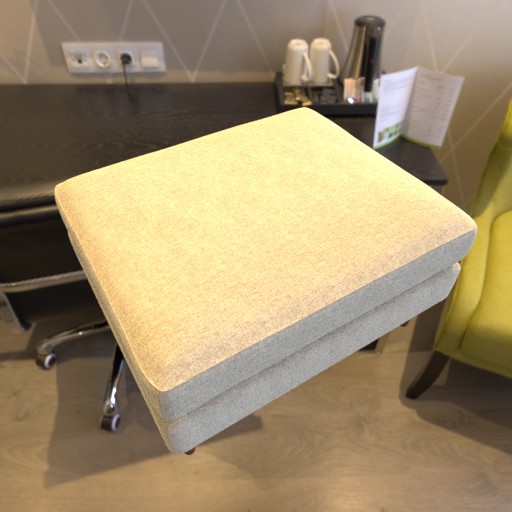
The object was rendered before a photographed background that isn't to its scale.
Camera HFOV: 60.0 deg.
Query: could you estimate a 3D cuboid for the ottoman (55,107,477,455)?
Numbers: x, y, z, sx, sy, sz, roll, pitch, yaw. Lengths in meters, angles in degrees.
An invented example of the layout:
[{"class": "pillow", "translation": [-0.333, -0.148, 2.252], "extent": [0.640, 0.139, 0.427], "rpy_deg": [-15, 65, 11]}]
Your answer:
[{"class": "ottoman", "translation": [0.000, 0.000, 1.198], "extent": [0.821, 0.474, 0.693], "rpy_deg": [-24, 50, -22]}]
